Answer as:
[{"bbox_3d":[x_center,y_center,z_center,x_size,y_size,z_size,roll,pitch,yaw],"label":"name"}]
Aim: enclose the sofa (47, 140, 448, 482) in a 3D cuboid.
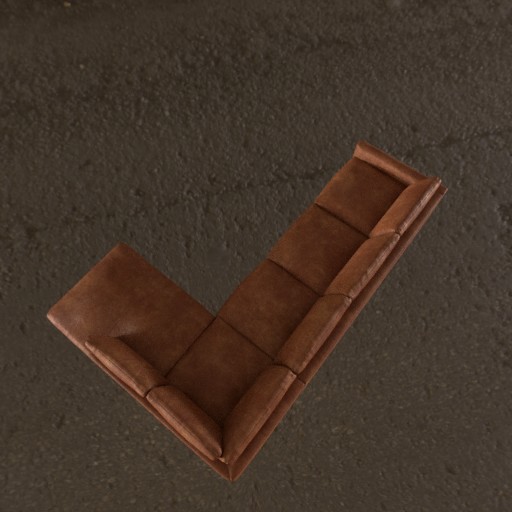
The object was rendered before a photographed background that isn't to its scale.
[{"bbox_3d":[0.000,0.000,3.812,1.938,0.877,2.984,36,69,16],"label":"sofa"}]
